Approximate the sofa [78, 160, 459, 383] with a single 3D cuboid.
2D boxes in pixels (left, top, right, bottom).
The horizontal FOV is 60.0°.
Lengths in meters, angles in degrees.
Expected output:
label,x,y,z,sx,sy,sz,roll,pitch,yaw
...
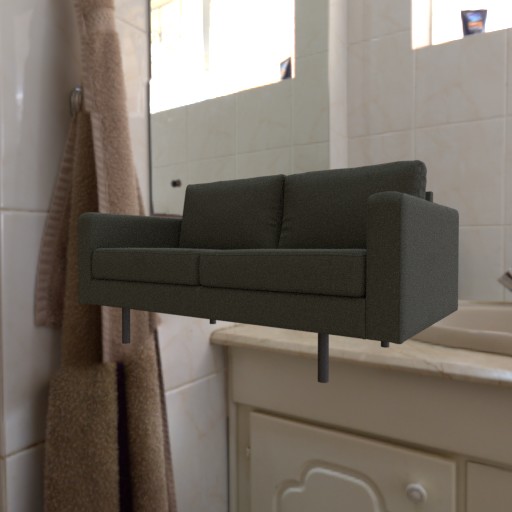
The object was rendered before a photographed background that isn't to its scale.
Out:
label,x,y,z,sx,sy,sz,roll,pitch,yaw
sofa,0.000,0.000,2.227,1.730,0.897,0.889,1,2,35
